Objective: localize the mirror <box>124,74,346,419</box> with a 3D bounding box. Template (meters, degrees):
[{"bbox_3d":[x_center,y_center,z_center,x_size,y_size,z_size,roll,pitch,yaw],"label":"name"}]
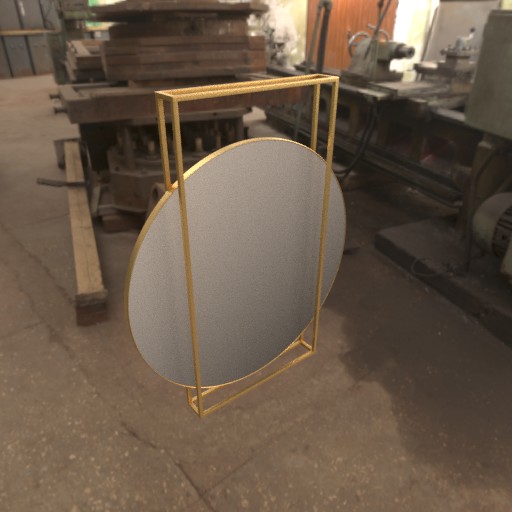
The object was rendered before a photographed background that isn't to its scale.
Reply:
[{"bbox_3d":[0.000,0.000,0.824,0.508,0.603,0.051,-21,35,-32],"label":"mirror"}]
